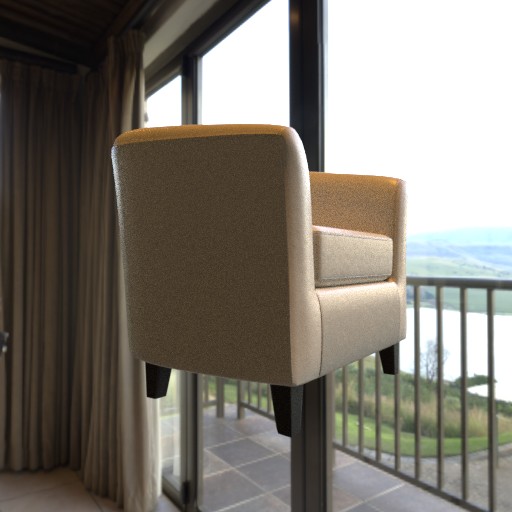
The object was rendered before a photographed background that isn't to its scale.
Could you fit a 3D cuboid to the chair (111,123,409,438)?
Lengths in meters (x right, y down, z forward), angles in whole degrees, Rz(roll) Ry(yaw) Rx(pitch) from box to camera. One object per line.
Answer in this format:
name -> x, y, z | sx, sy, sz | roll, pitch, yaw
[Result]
chair -> 0.000, 0.000, 1.372 | 0.727, 0.756, 0.792 | 0, -1, 36
